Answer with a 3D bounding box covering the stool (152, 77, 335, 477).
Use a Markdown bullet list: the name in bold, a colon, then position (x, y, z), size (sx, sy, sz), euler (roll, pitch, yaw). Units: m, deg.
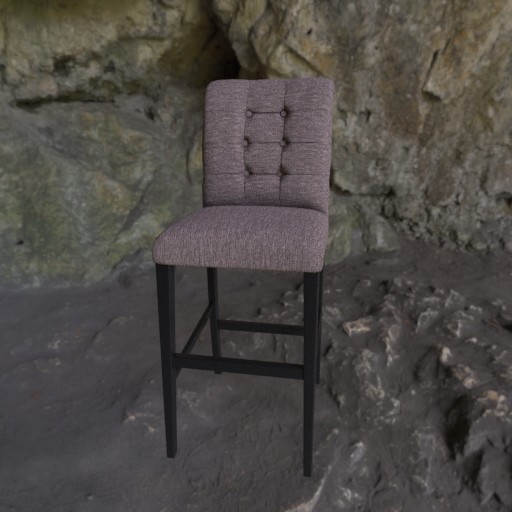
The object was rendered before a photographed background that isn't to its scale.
- **stool**: position (0.000, 0.000, 1.431), size (0.452, 1.131, 0.613), euler (3, 15, 11)
